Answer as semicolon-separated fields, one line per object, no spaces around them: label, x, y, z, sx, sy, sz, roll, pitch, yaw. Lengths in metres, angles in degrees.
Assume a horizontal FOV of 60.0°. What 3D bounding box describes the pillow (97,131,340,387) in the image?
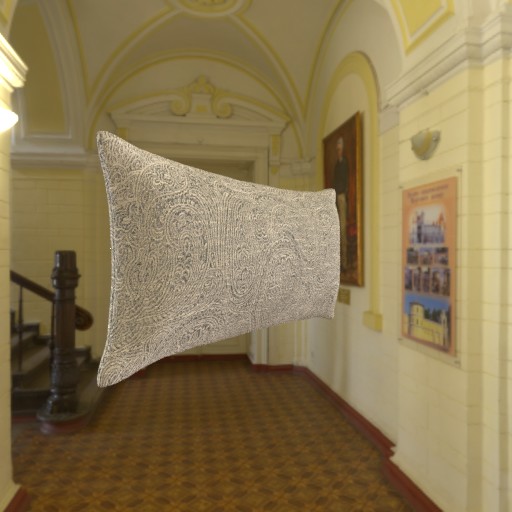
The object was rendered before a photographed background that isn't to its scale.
pillow;0.000;0.000;0.753;0.151;0.295;0.615;1;1;35
